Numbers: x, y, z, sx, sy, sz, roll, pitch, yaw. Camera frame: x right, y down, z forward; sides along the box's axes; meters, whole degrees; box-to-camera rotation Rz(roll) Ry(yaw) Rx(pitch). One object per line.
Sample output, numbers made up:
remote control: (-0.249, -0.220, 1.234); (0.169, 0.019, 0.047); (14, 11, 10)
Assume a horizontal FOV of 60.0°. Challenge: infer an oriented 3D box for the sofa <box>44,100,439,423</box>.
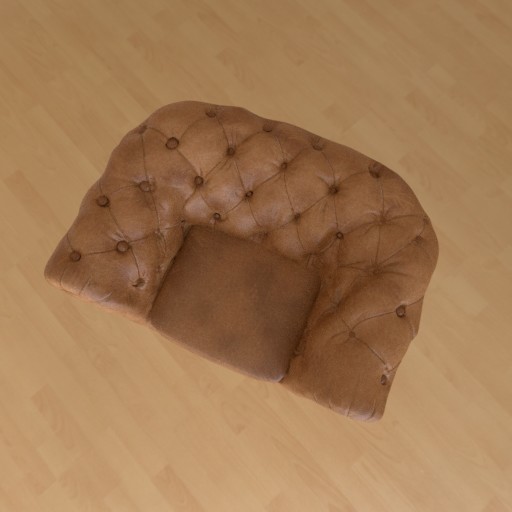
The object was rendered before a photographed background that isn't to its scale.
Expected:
sofa: (0.000, 0.000, 2.059); (1.405, 0.878, 1.033); (23, 77, 6)
